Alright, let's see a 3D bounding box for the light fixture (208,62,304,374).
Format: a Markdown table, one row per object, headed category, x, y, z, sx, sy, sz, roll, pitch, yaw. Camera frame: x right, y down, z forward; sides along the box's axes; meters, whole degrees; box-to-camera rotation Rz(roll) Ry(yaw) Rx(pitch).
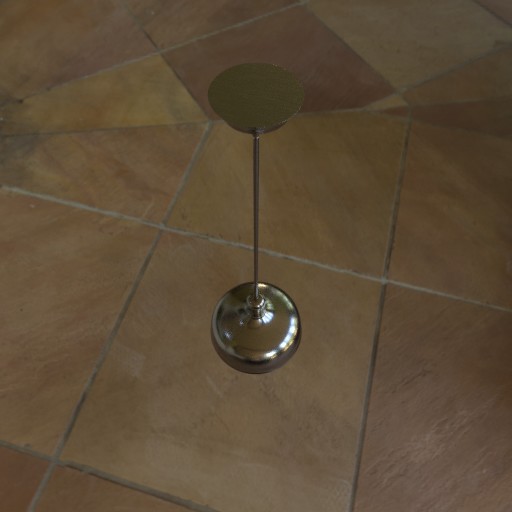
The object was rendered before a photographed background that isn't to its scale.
| category | x | y | z | sx | sy | sz | roll | pitch | yaw |
| --- | --- | --- | --- | --- | --- | --- | --- | --- | --- |
| light fixture | 0.000 | 0.000 | 1.054 | 0.299 | 0.935 | 0.299 | 16 | 61 | 10 |
